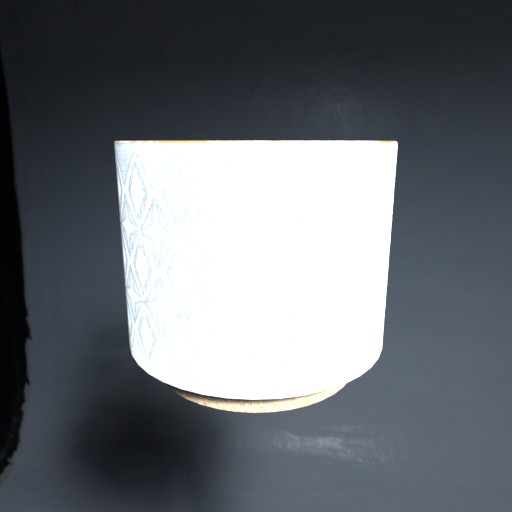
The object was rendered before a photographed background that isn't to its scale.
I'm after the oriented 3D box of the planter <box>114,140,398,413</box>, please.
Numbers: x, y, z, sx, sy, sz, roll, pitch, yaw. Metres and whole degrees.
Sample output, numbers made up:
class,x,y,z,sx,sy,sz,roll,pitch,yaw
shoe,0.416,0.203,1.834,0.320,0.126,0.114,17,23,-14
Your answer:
class,x,y,z,sx,sy,sz,roll,pitch,yaw
planter,0.000,0.000,0.444,0.255,0.223,0.255,0,14,0
